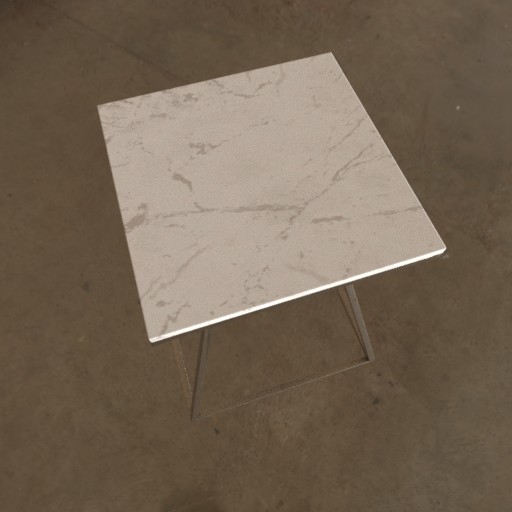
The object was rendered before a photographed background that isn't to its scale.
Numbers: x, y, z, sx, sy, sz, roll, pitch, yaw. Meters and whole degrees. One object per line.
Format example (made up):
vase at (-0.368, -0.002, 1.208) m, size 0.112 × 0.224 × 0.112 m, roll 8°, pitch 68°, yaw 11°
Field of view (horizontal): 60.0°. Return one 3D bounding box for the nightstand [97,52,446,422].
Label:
nightstand at (0.000, 0.000, 0.898) m, size 0.455 × 0.554 × 0.455 m, roll -16°, pitch 64°, yaw -8°
